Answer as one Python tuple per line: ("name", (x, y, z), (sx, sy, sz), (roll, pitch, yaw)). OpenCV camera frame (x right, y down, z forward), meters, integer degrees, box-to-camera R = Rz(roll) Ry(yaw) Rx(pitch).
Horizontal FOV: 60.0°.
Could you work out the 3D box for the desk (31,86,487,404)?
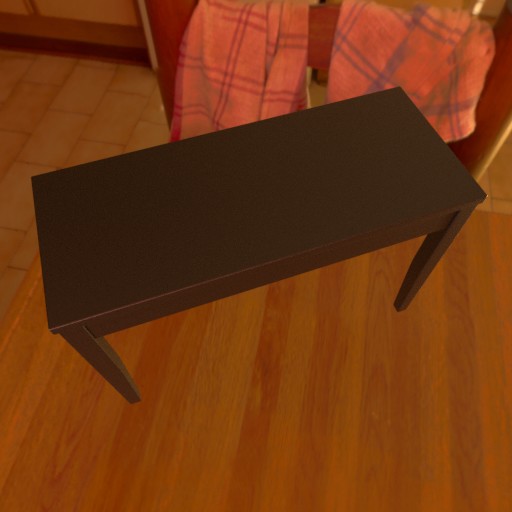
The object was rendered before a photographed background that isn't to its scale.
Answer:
("desk", (0.000, 0.000, 1.607), (1.220, 0.775, 0.508), (-17, 60, -10))
